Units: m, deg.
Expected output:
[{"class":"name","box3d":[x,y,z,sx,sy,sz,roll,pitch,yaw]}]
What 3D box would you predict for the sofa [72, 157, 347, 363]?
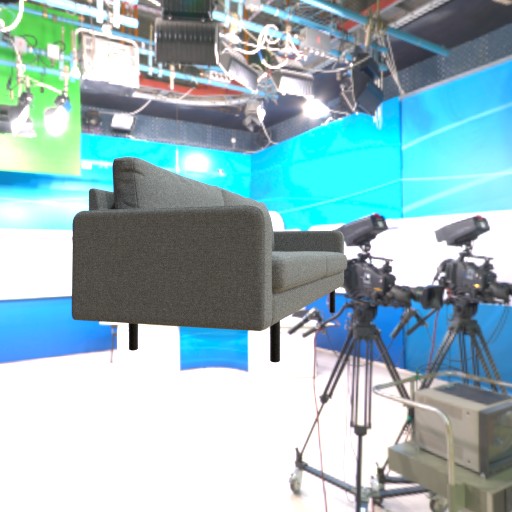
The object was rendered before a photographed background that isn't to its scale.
[{"class":"sofa","box3d":[0.000,0.000,2.727,0.880,0.880,2.200,0,1,19]}]
